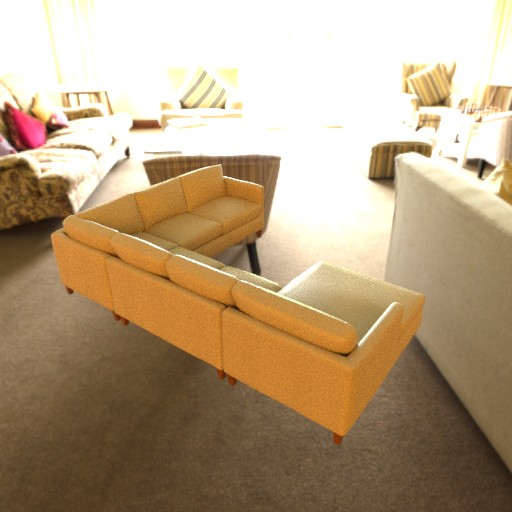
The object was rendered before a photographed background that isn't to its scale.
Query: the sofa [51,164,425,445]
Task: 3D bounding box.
[{"bbox_3d":[0.000,0.000,4.707,3.460,0.961,2.594,19,33,32],"label":"sofa"}]
